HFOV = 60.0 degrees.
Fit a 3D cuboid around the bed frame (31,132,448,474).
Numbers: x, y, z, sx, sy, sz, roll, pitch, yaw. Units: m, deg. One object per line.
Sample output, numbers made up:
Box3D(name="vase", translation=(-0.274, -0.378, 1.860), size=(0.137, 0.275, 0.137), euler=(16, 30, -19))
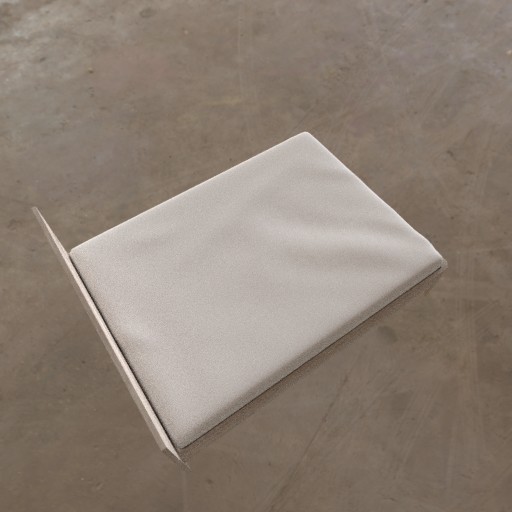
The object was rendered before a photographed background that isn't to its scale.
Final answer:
Box3D(name="bed frame", translation=(0.000, 0.000, 2.725), size=(1.950, 0.800, 1.490), euler=(-30, 63, -18))
